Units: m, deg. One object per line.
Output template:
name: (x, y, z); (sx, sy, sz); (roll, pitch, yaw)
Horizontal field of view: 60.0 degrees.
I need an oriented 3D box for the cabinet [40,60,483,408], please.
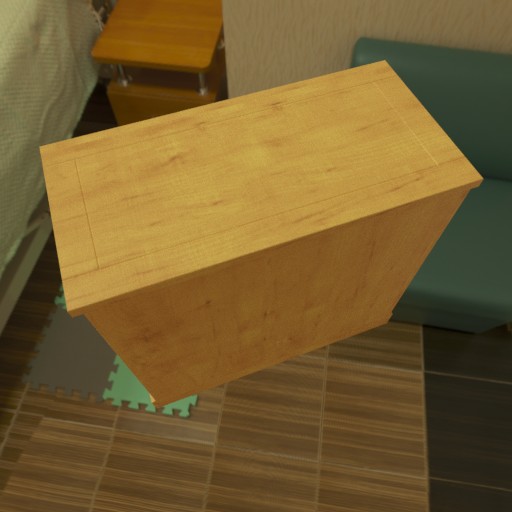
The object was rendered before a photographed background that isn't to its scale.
cabinet: (0.000, 0.000, 1.377); (0.920, 0.840, 0.450); (-18, 61, -10)
